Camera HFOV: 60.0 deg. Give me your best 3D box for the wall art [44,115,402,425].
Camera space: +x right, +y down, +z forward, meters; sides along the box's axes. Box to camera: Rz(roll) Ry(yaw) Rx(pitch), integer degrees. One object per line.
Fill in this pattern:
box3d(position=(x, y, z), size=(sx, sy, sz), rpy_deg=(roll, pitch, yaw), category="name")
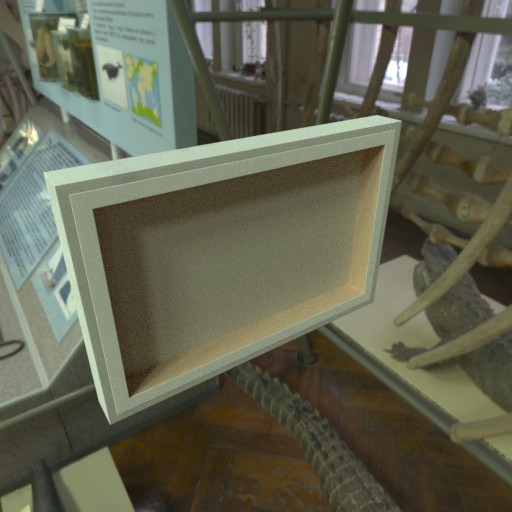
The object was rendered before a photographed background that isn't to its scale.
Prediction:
box3d(position=(0.000, 0.000, 0.492), size=(0.381, 0.254, 0.038), rpy_deg=(-18, 34, -29), category="wall art")
